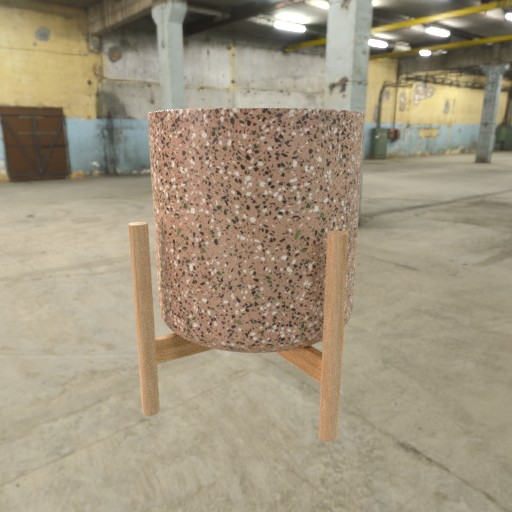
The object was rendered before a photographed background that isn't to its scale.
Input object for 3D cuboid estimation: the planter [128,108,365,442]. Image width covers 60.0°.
[{"bbox_3d":[0.000,0.000,0.689,0.360,0.419,0.360,-3,15,-9],"label":"planter"}]
